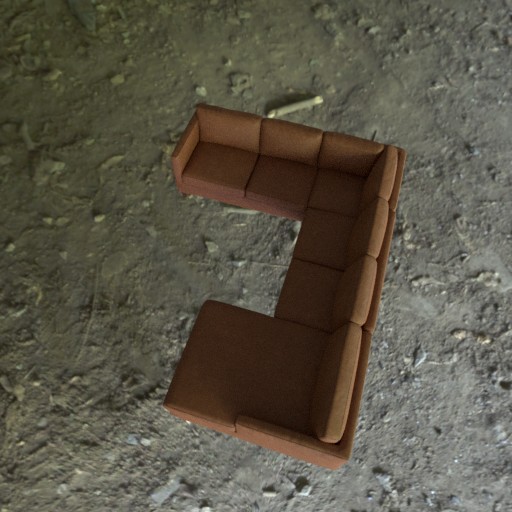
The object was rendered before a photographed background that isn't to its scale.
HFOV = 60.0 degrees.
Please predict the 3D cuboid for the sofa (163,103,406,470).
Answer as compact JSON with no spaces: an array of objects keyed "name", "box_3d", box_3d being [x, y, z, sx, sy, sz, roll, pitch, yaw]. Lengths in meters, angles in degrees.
[{"name":"sofa","box_3d":[0.000,0.000,4.649,2.593,0.923,3.460,15,60,9]}]
